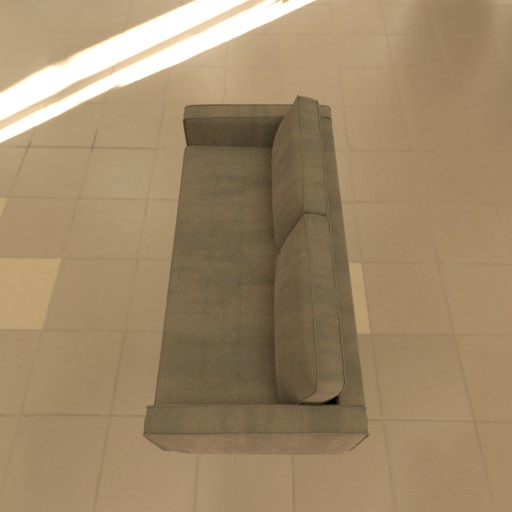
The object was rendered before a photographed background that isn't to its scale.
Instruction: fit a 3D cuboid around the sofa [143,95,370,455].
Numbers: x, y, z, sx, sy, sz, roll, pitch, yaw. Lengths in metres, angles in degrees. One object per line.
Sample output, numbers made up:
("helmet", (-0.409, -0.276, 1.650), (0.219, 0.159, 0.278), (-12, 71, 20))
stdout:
("sofa", (0.000, 0.000, 2.391), (0.924, 0.825, 1.920), (0, 59, 0))
